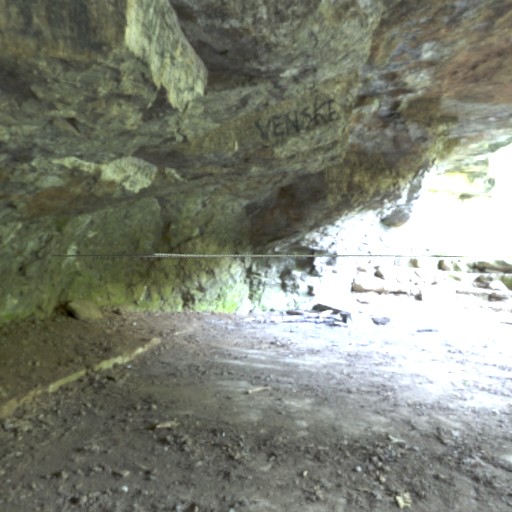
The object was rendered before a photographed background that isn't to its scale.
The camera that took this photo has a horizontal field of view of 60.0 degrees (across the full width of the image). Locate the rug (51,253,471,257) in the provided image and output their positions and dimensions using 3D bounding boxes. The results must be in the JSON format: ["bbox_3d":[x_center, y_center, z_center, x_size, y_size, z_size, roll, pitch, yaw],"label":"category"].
[{"bbox_3d":[0.000,0.000,4.122,3.069,0.026,2.451,0,0,-36],"label":"rug"}]
